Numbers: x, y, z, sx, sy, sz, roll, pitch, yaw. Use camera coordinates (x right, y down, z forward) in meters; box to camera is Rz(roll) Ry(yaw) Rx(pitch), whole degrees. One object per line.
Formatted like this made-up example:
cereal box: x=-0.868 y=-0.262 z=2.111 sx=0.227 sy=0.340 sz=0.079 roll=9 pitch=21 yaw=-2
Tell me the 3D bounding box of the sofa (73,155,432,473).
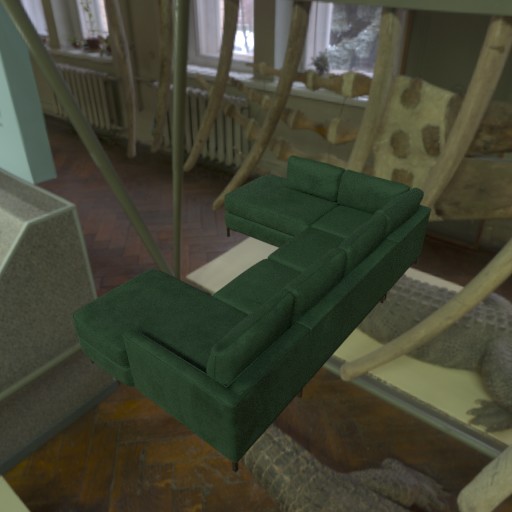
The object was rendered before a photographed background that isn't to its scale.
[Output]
sofa: x=0.000 y=0.000 z=3.851 sx=1.992 sy=0.861 sz=2.994 roll=23 pitch=39 yaw=31
